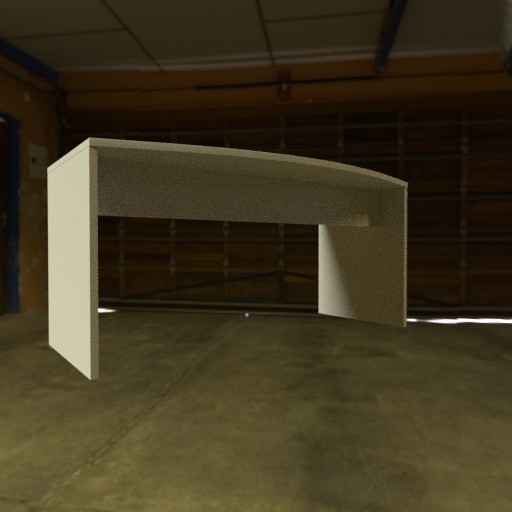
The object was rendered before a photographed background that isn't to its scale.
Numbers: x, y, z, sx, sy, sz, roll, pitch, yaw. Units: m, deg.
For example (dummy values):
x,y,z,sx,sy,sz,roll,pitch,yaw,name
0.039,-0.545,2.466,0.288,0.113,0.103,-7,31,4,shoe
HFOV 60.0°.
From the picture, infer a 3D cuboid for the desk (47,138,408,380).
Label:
x,y,z,sx,sy,sz,roll,pitch,yaw,name
0.000,0.000,2.026,1.600,0.750,0.802,-1,1,-36,desk
